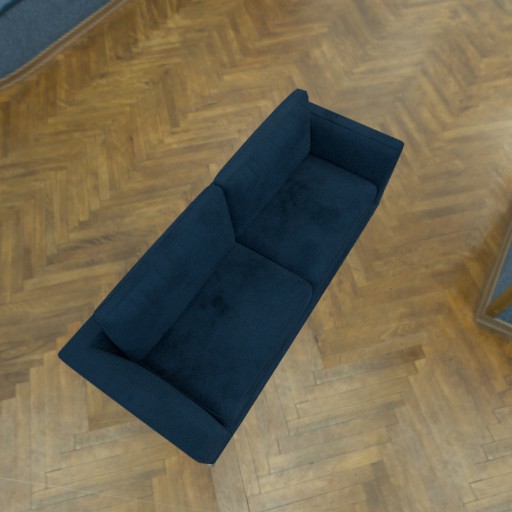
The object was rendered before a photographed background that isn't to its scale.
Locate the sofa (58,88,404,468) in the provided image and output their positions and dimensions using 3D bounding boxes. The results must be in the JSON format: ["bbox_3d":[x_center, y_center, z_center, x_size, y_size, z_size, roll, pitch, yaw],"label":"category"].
[{"bbox_3d":[0.000,0.000,2.672,0.853,0.998,2.212,29,64,16],"label":"sofa"}]
